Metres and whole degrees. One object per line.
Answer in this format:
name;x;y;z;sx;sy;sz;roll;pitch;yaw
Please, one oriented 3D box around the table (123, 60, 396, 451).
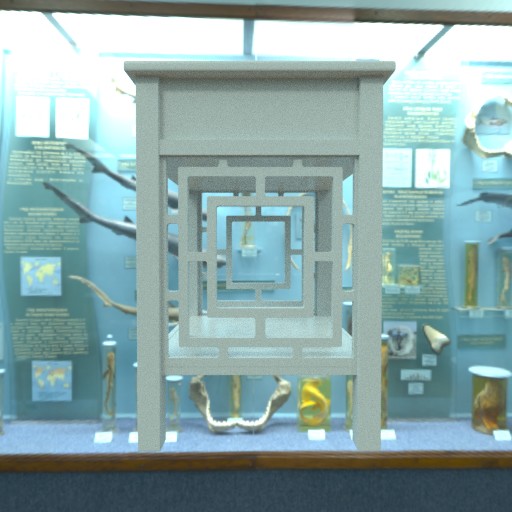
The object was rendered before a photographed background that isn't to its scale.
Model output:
table;0.000;0.000;1.003;0.451;0.646;0.564;0;1;0
